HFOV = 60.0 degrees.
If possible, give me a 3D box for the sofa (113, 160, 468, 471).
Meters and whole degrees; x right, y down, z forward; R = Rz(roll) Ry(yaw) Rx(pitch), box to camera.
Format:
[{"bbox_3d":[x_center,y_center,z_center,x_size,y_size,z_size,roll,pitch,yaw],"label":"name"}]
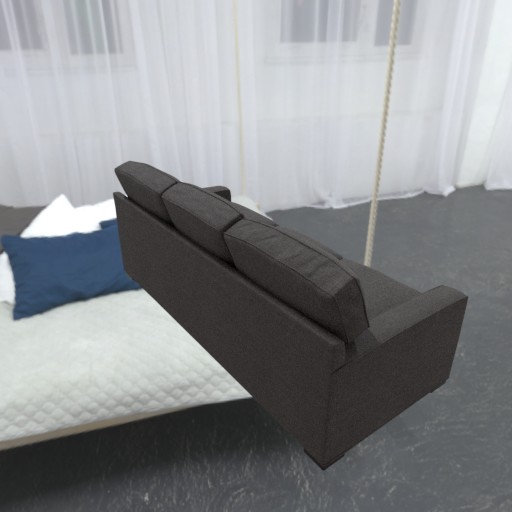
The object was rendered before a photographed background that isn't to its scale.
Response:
[{"bbox_3d":[0.000,0.000,2.901,1.004,0.978,2.369,-18,31,-32],"label":"sofa"}]
